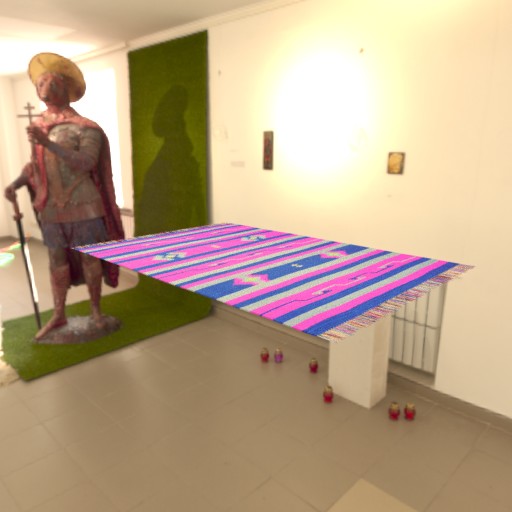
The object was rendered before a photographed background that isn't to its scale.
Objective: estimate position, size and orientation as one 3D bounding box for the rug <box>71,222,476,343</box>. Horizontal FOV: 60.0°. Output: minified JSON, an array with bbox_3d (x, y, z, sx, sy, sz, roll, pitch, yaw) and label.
[{"bbox_3d":[0.000,0.000,3.008,2.350,0.013,1.539,13,19,42],"label":"rug"}]
